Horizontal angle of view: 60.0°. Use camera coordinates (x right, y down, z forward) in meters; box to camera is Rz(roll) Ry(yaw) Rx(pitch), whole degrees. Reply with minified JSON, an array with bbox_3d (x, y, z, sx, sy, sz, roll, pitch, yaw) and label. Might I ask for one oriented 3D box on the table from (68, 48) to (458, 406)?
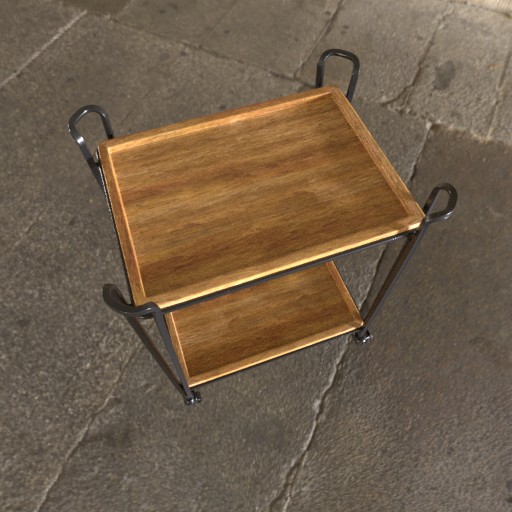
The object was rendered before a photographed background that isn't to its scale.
[{"bbox_3d":[0.000,0.000,1.203,0.672,0.785,0.505,-17,61,-10],"label":"table"}]
